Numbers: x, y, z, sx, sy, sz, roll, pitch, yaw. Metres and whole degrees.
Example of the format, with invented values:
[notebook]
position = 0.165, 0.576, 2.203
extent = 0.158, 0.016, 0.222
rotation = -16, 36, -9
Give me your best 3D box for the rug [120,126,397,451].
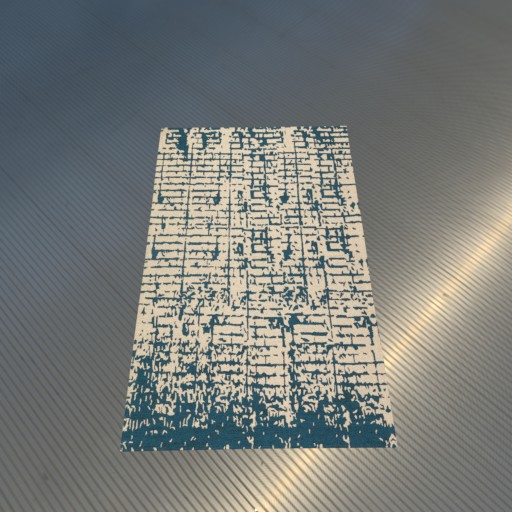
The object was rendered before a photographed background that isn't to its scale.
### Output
[rug]
position = 0.000, 0.000, 3.024
extent = 1.517, 0.011, 2.435
rotation = -1, 60, 0
